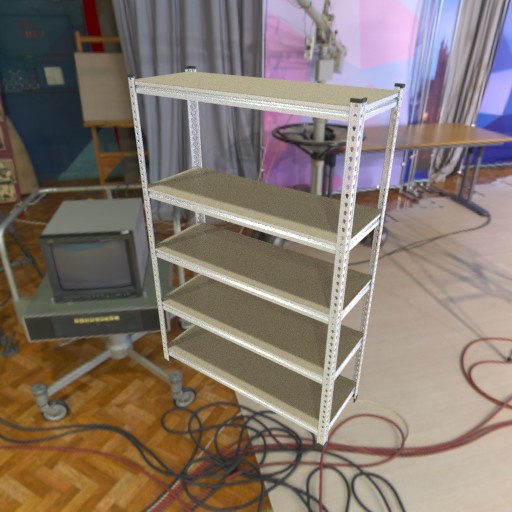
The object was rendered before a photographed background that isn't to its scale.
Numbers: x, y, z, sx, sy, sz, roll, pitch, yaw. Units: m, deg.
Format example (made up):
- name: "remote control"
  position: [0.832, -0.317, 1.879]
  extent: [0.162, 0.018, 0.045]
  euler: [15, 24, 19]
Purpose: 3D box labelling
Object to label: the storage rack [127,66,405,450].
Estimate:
- name: "storage rack"
  position: [0.000, 0.000, 2.442]
  extent: [1.219, 1.829, 0.457]
  euler: [19, 34, 30]
